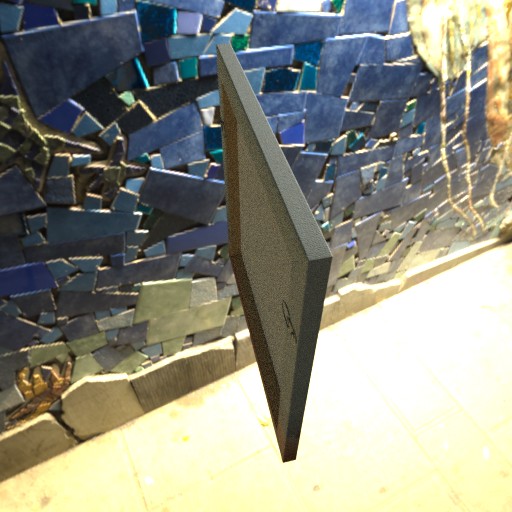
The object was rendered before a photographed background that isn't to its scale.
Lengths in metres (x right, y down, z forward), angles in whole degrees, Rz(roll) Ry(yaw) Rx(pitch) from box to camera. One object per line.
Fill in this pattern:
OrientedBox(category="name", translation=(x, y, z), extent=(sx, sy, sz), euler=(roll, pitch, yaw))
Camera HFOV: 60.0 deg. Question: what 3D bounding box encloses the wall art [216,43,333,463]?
OrientedBox(category="wall art", translation=(0.000, 0.000, 0.896), extent=(0.034, 0.605, 0.605), euler=(-9, 47, -9))
